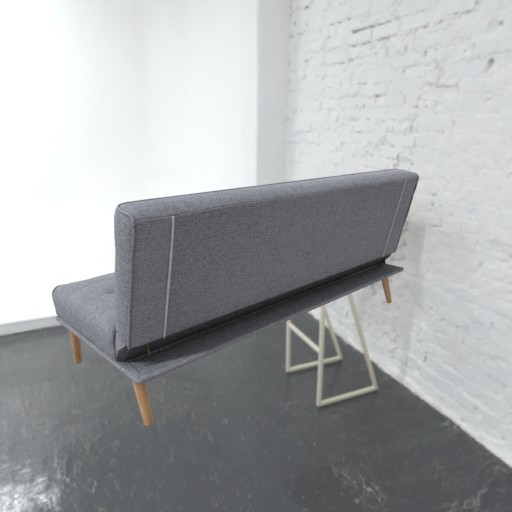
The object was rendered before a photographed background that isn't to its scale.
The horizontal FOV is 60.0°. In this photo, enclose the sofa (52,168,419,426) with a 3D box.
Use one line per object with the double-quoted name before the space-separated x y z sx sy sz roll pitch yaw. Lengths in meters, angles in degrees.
"sofa" 0.000 0.000 2.311 1.820 0.830 0.810 -15 22 -42
